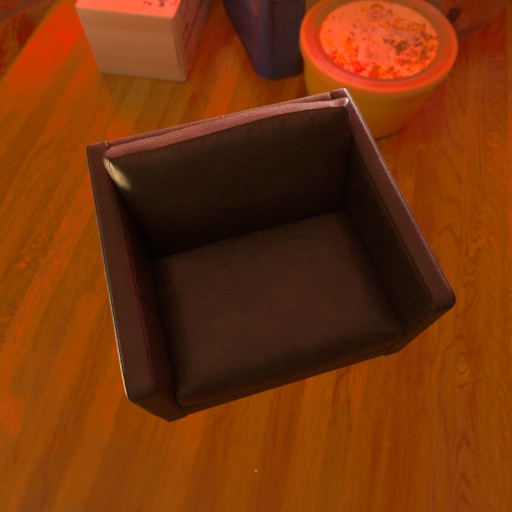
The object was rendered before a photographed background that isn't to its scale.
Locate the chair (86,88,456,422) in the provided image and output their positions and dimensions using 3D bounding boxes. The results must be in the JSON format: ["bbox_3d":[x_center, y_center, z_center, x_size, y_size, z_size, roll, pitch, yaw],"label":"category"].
[{"bbox_3d":[0.000,0.000,1.568,0.939,0.811,0.862,-15,65,-7],"label":"chair"}]
